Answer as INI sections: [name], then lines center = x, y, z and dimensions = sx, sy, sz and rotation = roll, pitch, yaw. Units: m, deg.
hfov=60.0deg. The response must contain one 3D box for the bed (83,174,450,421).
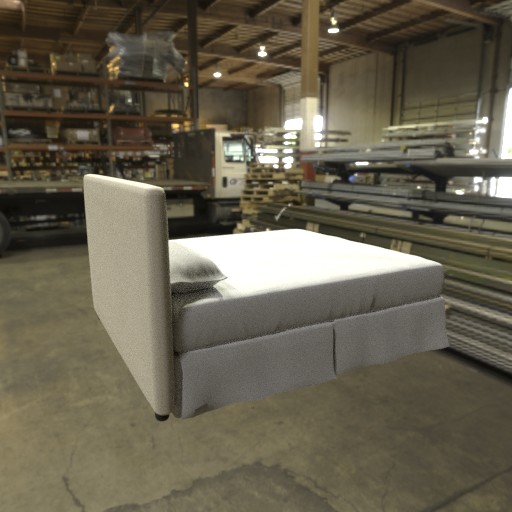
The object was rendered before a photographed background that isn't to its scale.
[bed]
center = 0.000, 0.000, 3.656
dimensions = 2.341, 1.317, 2.119
rotation = -7, 14, -28
